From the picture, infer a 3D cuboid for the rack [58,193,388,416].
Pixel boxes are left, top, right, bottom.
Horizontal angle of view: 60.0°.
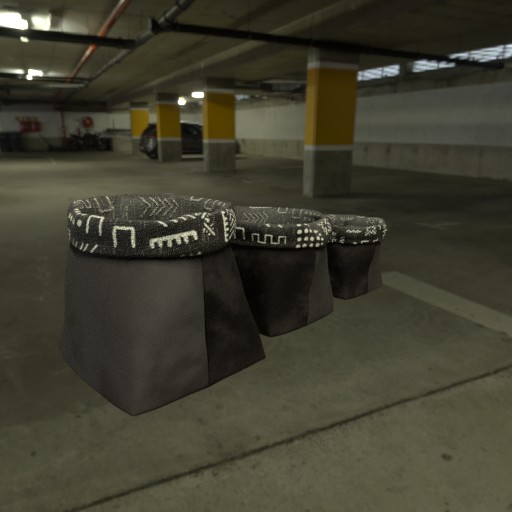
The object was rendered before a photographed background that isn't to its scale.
[{"bbox_3d":[0.000,0.000,1.090,0.905,0.323,0.379,-14,21,-42],"label":"rack"}]
